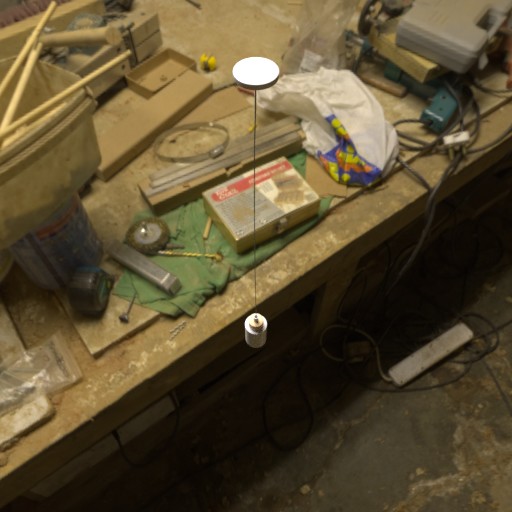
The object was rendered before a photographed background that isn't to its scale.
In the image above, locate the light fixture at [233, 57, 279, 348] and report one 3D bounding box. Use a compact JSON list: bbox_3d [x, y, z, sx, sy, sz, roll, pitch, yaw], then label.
[{"bbox_3d":[0.000,0.000,1.936,0.125,1.798,0.125,-31,62,-19],"label":"light fixture"}]
